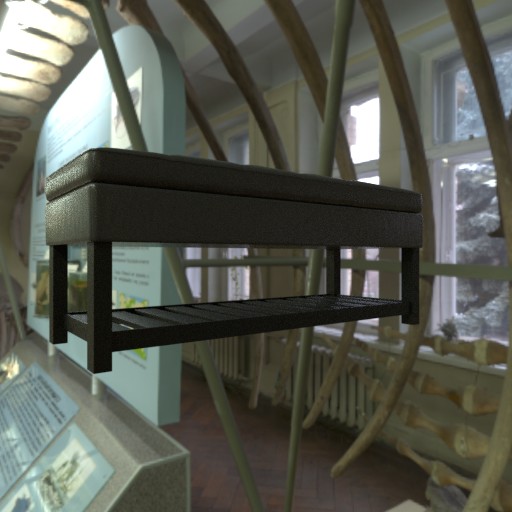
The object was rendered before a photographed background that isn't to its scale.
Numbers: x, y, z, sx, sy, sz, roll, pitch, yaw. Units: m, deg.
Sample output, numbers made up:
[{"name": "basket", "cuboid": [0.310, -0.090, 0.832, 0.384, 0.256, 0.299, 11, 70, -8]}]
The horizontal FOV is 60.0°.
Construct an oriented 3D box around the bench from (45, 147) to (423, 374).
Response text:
[{"name": "bench", "cuboid": [0.000, 0.000, 1.342, 1.105, 0.460, 0.432, 0, 0, -36]}]
